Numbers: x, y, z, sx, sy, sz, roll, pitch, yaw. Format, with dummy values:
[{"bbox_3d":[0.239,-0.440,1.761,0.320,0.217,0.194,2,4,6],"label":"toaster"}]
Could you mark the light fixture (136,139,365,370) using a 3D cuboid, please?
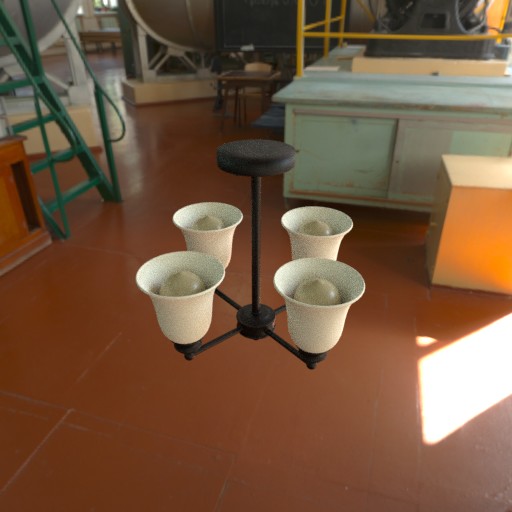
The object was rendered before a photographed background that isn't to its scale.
[{"bbox_3d":[0.000,0.000,1.909,1.069,0.925,1.069,-22,36,-33],"label":"light fixture"}]
